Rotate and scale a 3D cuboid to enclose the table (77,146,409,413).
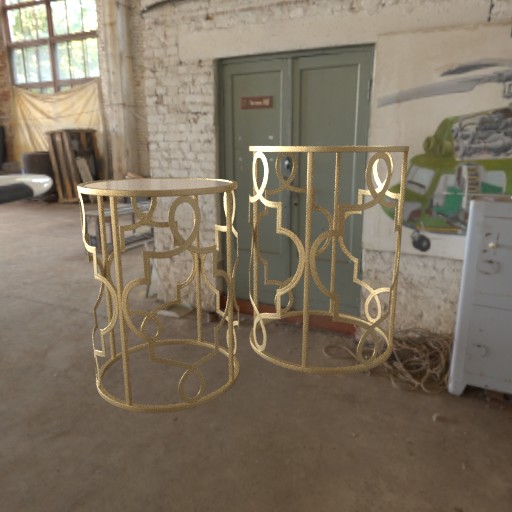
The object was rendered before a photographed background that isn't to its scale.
[{"bbox_3d":[0.000,0.000,1.174,0.846,0.564,0.420,-7,16,-25],"label":"table"}]
